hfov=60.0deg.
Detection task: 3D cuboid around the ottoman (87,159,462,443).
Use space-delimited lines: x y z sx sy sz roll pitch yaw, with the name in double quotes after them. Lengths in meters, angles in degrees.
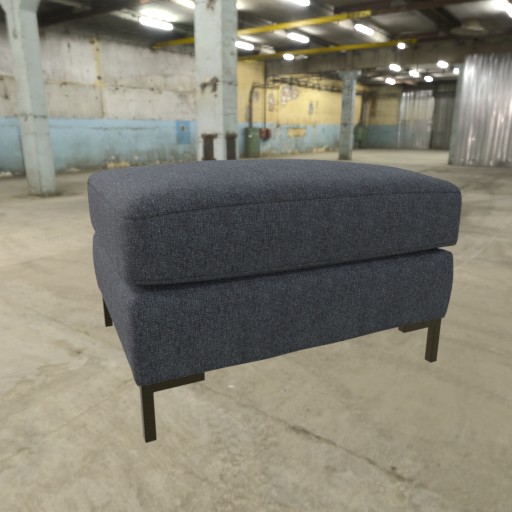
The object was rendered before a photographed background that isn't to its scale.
0.000 0.000 1.267 0.831 0.533 0.695 -7 17 -24 "ottoman"
